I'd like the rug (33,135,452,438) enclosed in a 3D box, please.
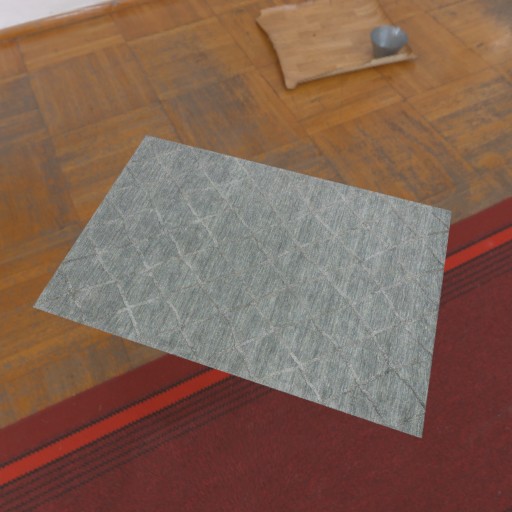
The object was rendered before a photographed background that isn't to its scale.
[{"bbox_3d":[0.000,0.000,2.817,2.283,0.006,1.521,16,60,10],"label":"rug"}]
